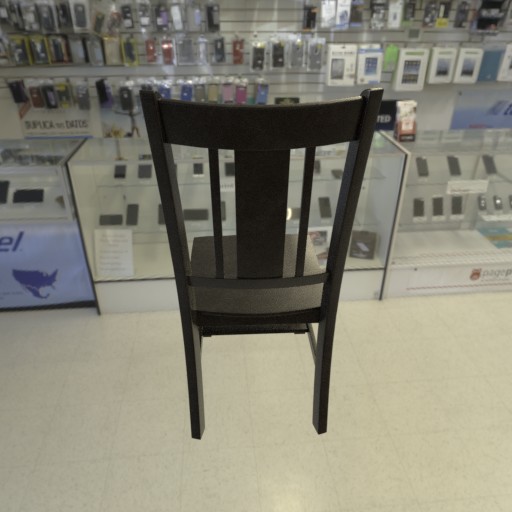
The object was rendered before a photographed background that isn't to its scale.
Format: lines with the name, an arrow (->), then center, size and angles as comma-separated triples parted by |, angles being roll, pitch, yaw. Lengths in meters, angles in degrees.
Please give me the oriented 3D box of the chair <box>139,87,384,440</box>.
chair -> 0.000, 0.000, 1.278 | 0.450, 0.998, 0.555 | -1, 30, -2
